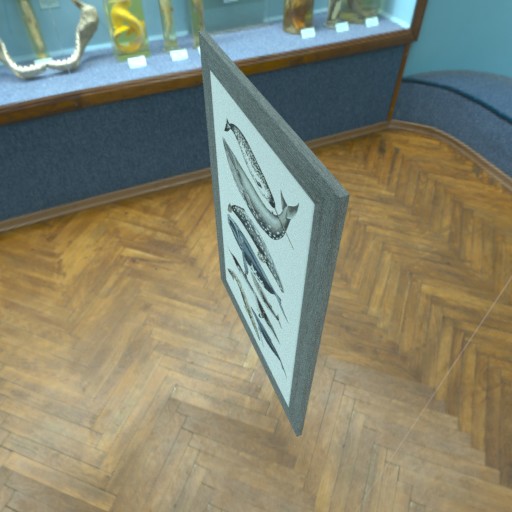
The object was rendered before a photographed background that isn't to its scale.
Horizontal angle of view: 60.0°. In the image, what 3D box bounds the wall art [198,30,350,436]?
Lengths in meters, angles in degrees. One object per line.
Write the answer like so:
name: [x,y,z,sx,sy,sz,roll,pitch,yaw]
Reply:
wall art: [0.000,0.000,1.379,0.020,1.070,0.768,-17,50,-15]
